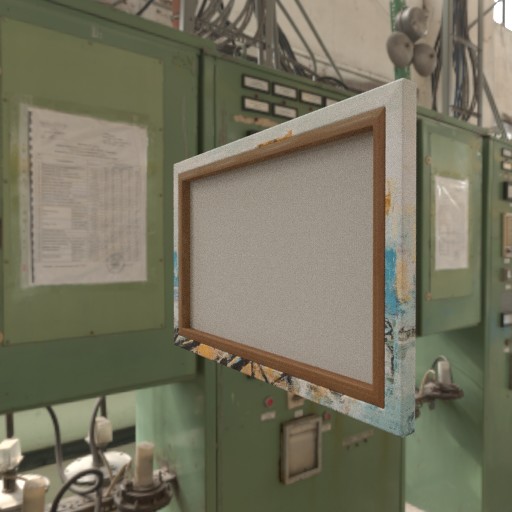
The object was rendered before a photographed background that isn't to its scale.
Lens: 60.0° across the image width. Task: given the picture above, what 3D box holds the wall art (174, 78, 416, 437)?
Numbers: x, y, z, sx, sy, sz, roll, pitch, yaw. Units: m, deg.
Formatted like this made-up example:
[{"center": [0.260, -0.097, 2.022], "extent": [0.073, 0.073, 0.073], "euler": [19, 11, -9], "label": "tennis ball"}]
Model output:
[{"center": [0.000, 0.000, 1.130], "extent": [0.038, 0.609, 0.913], "euler": [0, 1, -35], "label": "wall art"}]
